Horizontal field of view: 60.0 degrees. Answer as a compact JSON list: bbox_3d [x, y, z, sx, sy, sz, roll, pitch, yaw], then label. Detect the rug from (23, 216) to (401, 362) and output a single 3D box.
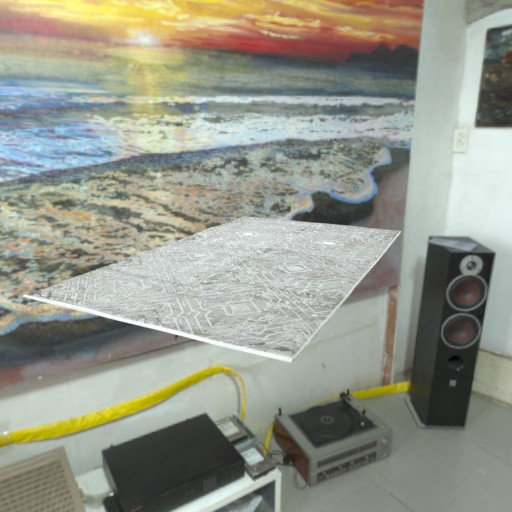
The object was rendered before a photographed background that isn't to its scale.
[{"bbox_3d":[0.000,0.000,3.047,1.537,0.036,2.447,8,18,26],"label":"rug"}]
